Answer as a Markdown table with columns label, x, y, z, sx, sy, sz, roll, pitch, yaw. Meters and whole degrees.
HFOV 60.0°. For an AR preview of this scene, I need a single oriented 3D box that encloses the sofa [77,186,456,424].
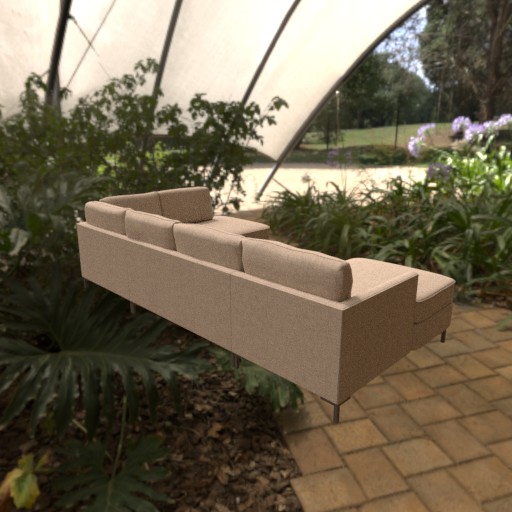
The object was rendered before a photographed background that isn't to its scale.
| label | x | y | z | sx | sy | sz | roll | pitch | yaw |
| --- | --- | --- | --- | --- | --- | --- | --- | --- | --- |
| sofa | 0.000 | 0.000 | 4.287 | 3.423 | 0.996 | 2.021 | 15 | 22 | 43 |
